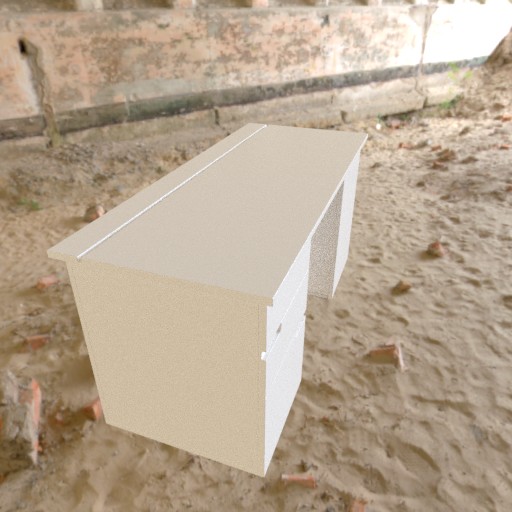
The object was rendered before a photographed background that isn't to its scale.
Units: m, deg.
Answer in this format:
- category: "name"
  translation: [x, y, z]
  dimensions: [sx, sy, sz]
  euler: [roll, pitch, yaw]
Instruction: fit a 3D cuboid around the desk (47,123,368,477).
- category: "desk"
  translation: [0.000, 0.000, 1.975]
  dimensions: [0.670, 0.760, 1.580]
  euler: [11, 32, 17]
